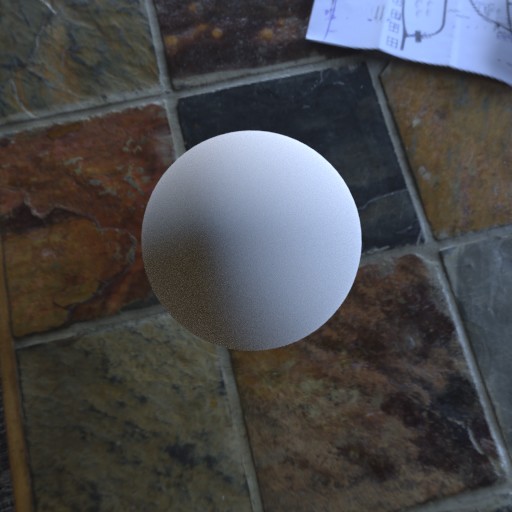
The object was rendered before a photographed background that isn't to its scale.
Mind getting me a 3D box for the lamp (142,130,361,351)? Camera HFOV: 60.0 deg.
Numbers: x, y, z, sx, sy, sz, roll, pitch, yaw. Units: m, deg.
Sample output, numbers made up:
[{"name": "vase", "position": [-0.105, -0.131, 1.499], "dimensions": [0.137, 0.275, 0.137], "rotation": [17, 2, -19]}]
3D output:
[{"name": "lamp", "position": [0.000, 0.000, 0.347], "dimensions": [0.141, 0.250, 0.152], "rotation": [32, 78, 8]}]
